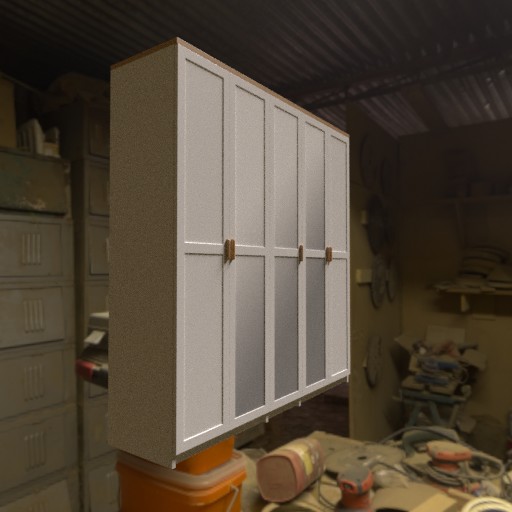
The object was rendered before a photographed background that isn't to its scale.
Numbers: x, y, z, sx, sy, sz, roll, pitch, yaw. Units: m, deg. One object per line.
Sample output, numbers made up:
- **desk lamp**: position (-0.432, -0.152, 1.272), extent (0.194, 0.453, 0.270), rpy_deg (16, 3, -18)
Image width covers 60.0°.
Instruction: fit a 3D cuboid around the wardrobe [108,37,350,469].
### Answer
- **wardrobe**: position (0.000, 0.000, 3.342), extent (0.590, 2.260, 2.160), rpy_deg (-1, -2, 36)
